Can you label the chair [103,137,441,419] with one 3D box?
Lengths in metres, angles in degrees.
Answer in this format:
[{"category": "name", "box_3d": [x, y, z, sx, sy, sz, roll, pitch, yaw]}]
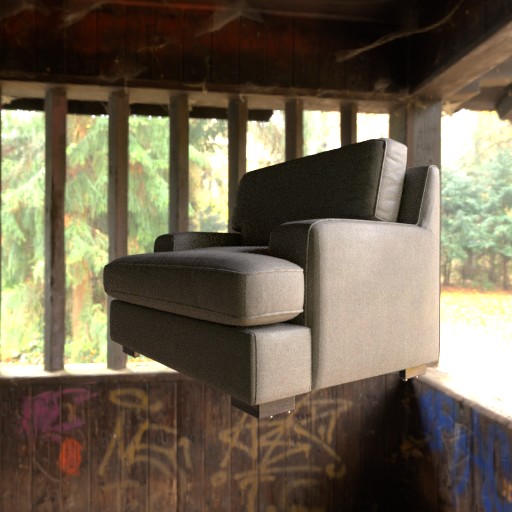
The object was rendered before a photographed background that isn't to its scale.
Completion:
[{"category": "chair", "box_3d": [0.000, 0.000, 1.996, 1.043, 0.974, 1.270, 0, 0, -36]}]
